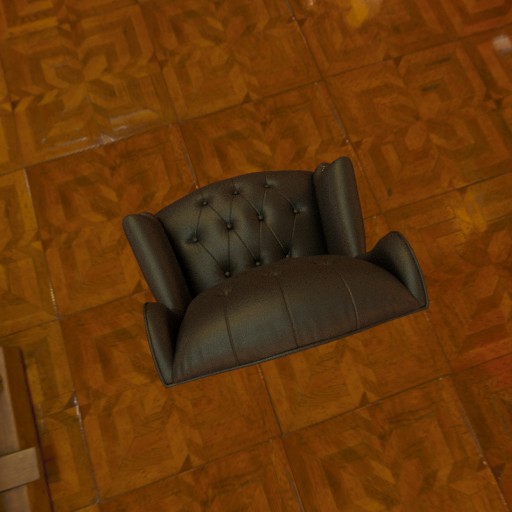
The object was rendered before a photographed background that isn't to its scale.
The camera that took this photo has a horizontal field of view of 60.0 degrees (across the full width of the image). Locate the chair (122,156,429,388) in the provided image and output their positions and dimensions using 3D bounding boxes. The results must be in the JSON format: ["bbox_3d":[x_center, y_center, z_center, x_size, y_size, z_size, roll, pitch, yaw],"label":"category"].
[{"bbox_3d":[0.000,0.000,1.611,0.838,1.111,0.762,-16,75,-4],"label":"chair"}]
